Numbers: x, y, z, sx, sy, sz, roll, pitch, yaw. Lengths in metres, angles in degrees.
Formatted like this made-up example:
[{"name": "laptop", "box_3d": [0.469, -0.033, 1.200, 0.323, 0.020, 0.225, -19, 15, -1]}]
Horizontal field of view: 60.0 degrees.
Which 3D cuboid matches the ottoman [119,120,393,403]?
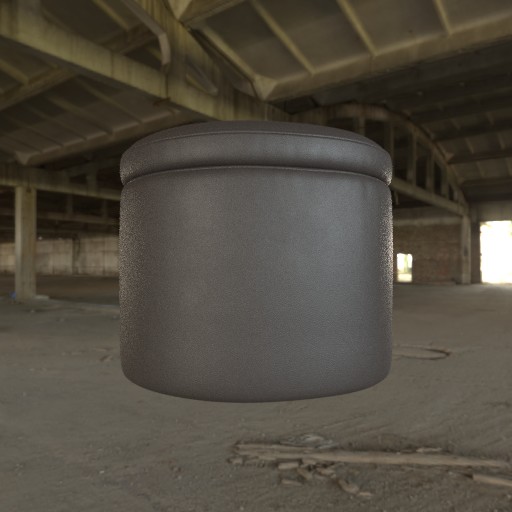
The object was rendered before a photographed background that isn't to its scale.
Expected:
[{"name": "ottoman", "box_3d": [0.000, 0.000, 0.847, 0.500, 0.409, 0.500, 0, -1, 0]}]
